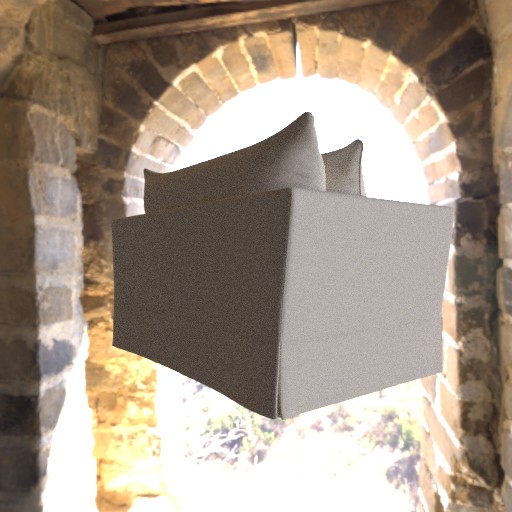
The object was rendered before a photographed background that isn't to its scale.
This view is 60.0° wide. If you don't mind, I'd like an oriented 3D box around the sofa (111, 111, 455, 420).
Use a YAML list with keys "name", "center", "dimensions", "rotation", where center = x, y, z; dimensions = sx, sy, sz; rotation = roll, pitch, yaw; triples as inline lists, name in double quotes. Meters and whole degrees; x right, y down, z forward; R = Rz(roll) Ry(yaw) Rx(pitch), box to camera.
- name: "sofa"
  center: [0.000, 0.000, 2.284]
  dimensions: [1.026, 1.039, 1.608]
  rotation: [0, 0, -37]
